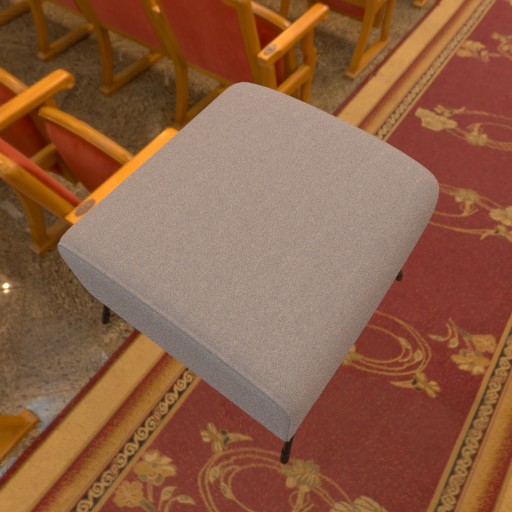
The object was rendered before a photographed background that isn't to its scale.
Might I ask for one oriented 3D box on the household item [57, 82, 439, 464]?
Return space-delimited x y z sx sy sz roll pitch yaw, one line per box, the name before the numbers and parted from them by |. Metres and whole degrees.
household item | 0.000 0.000 0.903 0.530 0.410 0.530 32 64 17
